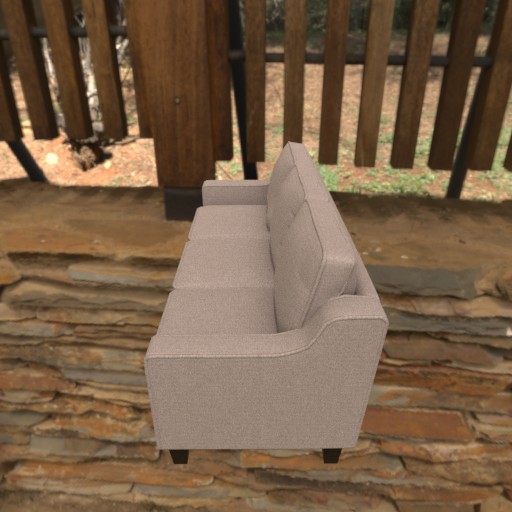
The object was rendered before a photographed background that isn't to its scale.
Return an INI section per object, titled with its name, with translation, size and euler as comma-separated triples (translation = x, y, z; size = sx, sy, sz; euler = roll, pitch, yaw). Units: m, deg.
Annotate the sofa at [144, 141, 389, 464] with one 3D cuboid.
[sofa]
translation = 0.000, 0.000, 2.578
size = 0.899, 0.950, 2.129
euler = 0, 27, 0
